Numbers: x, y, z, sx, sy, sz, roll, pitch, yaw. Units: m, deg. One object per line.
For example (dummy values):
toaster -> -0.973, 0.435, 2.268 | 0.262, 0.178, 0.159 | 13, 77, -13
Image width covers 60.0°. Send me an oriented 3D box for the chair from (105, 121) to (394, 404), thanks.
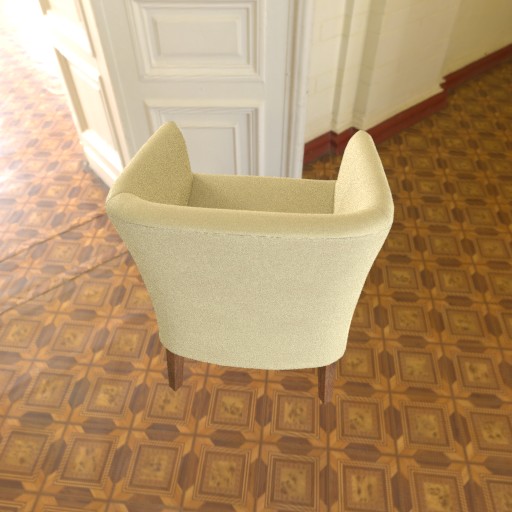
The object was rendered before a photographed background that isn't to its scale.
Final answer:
chair -> 0.000, 0.000, 1.327 | 0.643, 0.822, 0.657 | 4, 47, 4
